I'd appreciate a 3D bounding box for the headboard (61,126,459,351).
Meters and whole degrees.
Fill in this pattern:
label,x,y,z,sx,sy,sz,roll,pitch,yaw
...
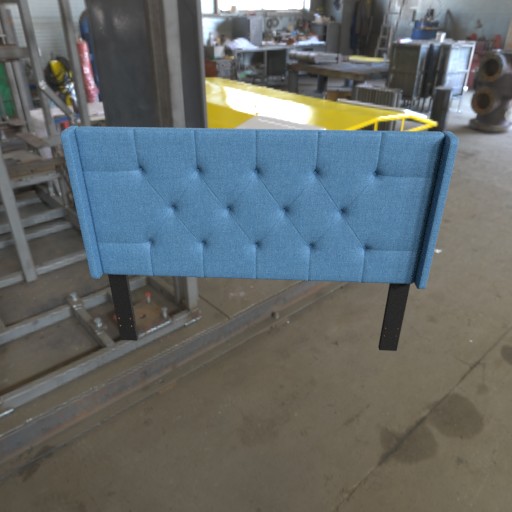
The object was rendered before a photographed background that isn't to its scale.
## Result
label,x,y,z,sx,sy,sz,roll,pitch,yaw
headboard,0.000,0.000,2.718,2.051,1.524,0.184,2,30,3
